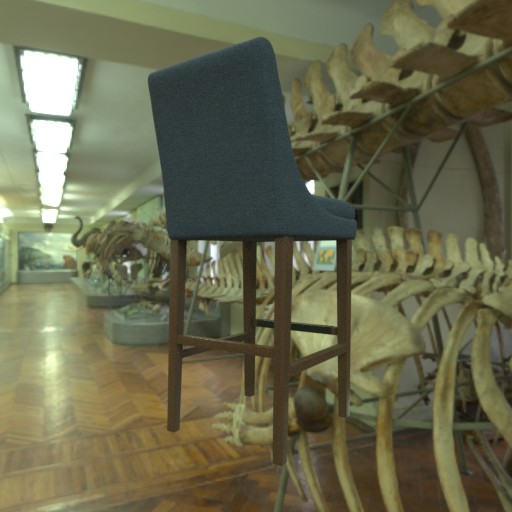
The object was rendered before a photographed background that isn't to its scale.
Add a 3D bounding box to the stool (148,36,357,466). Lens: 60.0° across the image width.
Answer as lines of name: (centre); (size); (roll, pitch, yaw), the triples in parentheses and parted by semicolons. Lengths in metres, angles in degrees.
stool: (0.000, 0.000, 1.402); (0.470, 1.078, 0.577); (0, 0, 34)
